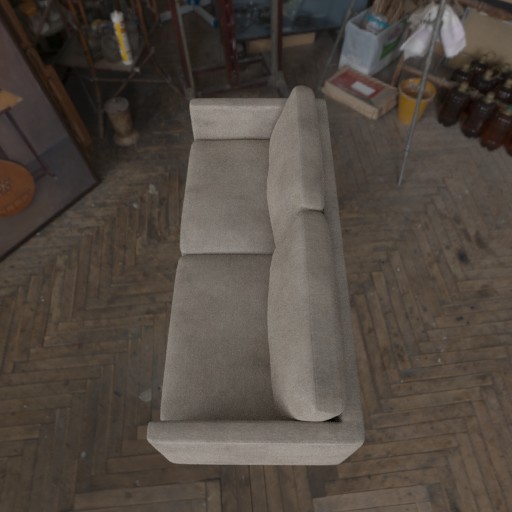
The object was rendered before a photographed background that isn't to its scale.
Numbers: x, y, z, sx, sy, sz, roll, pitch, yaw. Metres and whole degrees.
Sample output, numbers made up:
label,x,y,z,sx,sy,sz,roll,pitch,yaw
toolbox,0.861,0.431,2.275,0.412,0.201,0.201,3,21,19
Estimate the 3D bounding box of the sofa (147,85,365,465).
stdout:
label,x,y,z,sx,sy,sz,roll,pitch,yaw
sofa,0.000,0.000,2.651,0.951,0.965,2.208,0,58,0
